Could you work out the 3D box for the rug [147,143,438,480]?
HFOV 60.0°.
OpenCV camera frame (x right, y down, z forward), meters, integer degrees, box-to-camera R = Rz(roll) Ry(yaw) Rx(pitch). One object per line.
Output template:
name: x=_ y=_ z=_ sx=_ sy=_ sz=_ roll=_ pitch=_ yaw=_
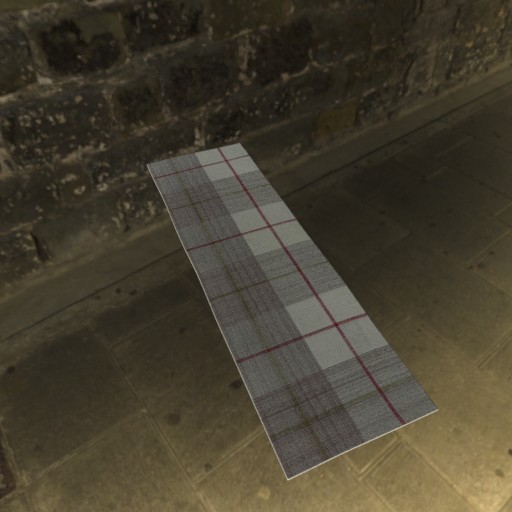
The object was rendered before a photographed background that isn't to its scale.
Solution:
rug: x=0.000 y=0.000 z=2.689 sx=0.762 sy=0.013 sz=2.439 roll=-17 pitch=48 yaw=-16
